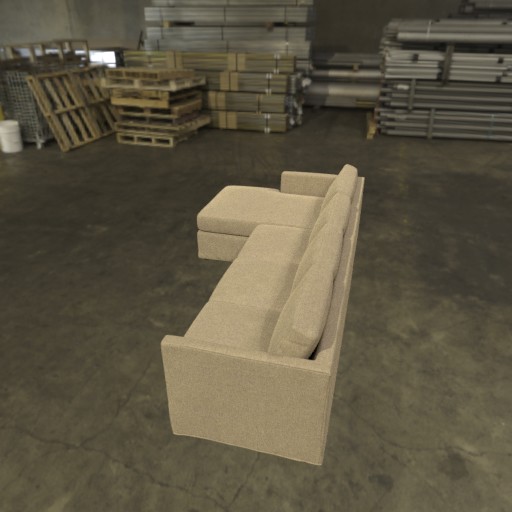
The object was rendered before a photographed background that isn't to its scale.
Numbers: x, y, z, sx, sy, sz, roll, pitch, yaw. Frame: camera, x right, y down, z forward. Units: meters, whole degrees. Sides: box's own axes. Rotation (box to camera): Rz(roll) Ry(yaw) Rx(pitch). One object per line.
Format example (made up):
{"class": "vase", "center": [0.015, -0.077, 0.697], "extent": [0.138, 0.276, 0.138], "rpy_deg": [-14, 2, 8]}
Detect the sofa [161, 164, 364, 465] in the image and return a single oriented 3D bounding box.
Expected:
{"class": "sofa", "center": [0.000, 0.000, 3.844], "extent": [1.638, 0.920, 3.198], "rpy_deg": [7, 29, 13]}
